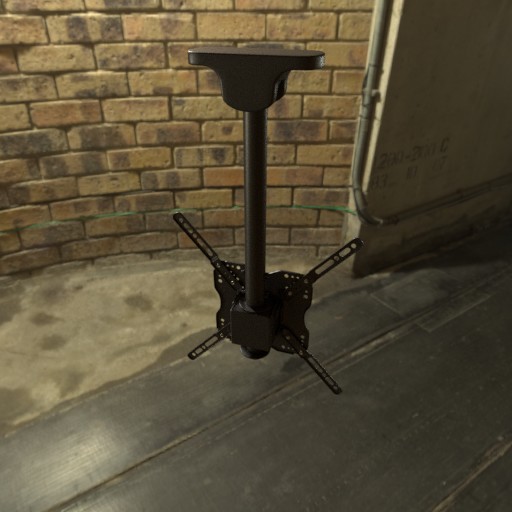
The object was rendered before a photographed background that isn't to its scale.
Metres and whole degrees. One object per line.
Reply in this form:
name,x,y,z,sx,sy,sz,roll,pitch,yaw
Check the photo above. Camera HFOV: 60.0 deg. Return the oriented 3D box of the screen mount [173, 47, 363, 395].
screen mount,0.000,0.000,0.862,0.393,0.729,0.090,9,32,15
